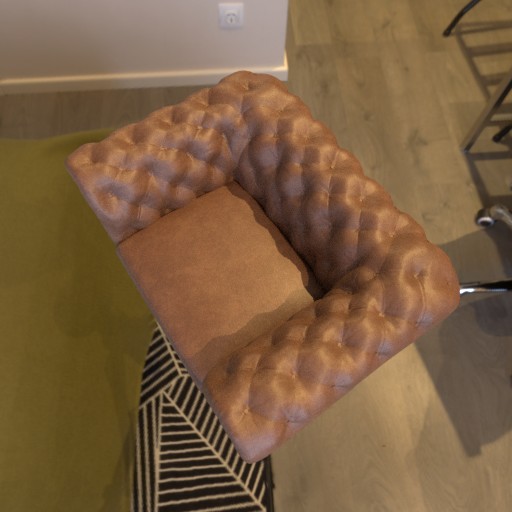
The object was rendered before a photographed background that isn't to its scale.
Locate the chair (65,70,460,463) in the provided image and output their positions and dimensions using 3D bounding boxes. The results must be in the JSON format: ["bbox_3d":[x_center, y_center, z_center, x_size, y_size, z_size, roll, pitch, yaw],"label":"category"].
[{"bbox_3d":[0.000,0.000,1.847,0.954,0.784,1.298,-32,69,-14],"label":"chair"}]
